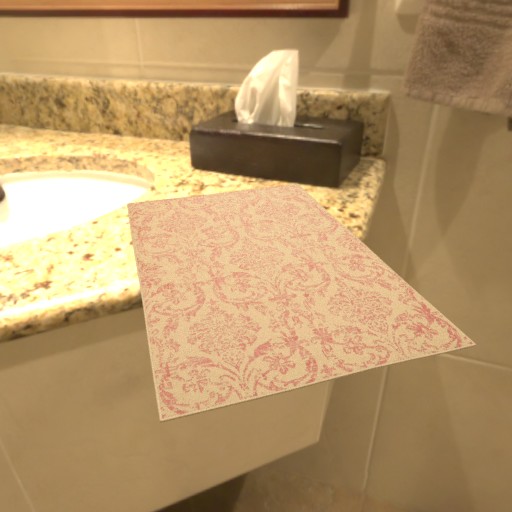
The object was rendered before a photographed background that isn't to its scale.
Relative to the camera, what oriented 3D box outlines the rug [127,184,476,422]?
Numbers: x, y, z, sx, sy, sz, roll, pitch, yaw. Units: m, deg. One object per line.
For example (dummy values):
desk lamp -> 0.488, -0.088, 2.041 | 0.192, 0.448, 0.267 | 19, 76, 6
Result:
rug -> 0.000, 0.000, 3.469 | 1.819, 0.018, 2.746 | -9, 31, -15
